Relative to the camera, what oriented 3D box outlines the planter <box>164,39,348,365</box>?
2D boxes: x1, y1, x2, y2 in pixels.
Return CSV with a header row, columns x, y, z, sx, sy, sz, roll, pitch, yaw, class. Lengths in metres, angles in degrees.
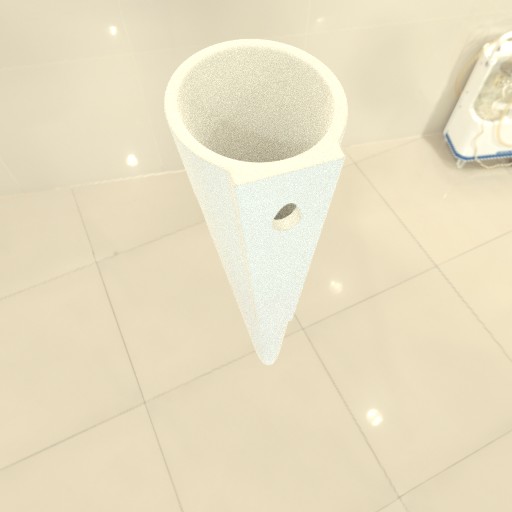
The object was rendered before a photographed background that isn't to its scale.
x,y,z,sx,sy,sz,roll,pitch,yaw,class
0.000,0.000,0.223,0.057,0.193,0.064,-16,61,-9,planter
